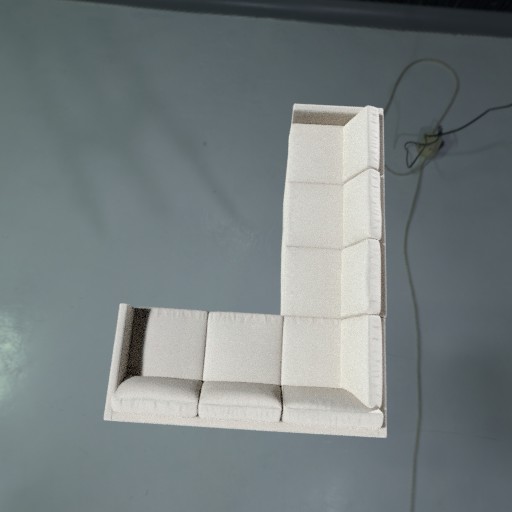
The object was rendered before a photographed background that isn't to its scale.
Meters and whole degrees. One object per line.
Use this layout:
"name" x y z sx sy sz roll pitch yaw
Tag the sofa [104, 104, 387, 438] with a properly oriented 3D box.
"sofa" 0.000 0.000 4.392 2.432 0.871 3.182 3 75 1
